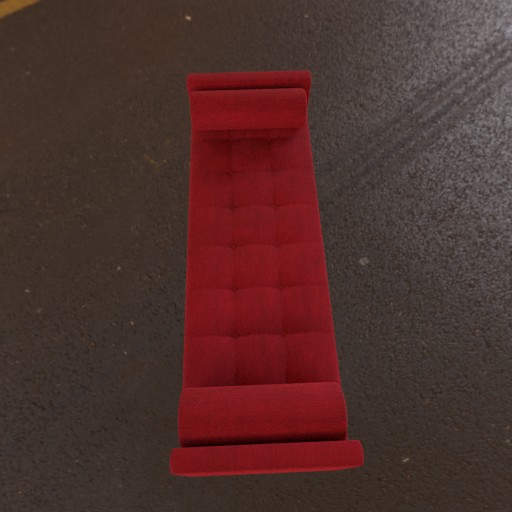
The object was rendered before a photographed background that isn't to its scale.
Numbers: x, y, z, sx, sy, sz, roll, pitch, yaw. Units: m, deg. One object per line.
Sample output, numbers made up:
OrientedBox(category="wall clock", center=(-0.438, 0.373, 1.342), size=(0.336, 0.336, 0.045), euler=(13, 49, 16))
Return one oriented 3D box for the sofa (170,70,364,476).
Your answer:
OrientedBox(category="sofa", center=(0.000, 0.000, 2.253), size=(0.686, 0.635, 1.981), euler=(-2, 63, -1))
